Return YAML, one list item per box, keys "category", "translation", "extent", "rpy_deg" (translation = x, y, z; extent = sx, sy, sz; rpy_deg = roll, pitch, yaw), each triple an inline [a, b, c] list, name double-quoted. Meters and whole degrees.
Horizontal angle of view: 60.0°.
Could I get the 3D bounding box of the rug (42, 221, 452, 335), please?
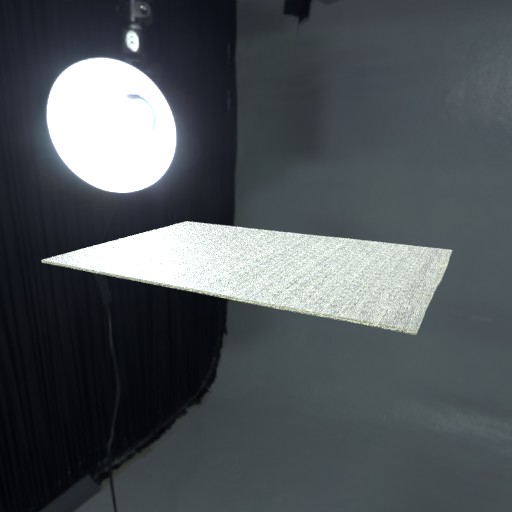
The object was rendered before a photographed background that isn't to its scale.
- category: "rug"
  translation: [0.000, 0.000, 2.954]
  extent: [2.297, 0.018, 1.532]
  rpy_deg: [8, 17, 27]
